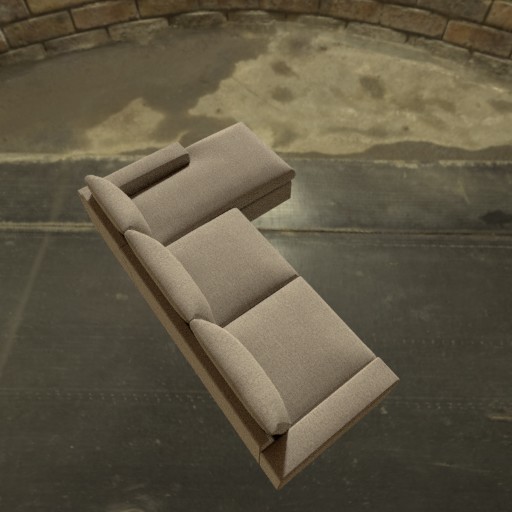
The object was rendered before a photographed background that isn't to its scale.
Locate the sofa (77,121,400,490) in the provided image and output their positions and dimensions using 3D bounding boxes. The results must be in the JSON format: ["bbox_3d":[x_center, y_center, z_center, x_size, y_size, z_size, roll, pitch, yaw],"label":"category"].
[{"bbox_3d":[0.000,0.000,3.452,1.689,0.813,2.718,-32,63,-19],"label":"sofa"}]
